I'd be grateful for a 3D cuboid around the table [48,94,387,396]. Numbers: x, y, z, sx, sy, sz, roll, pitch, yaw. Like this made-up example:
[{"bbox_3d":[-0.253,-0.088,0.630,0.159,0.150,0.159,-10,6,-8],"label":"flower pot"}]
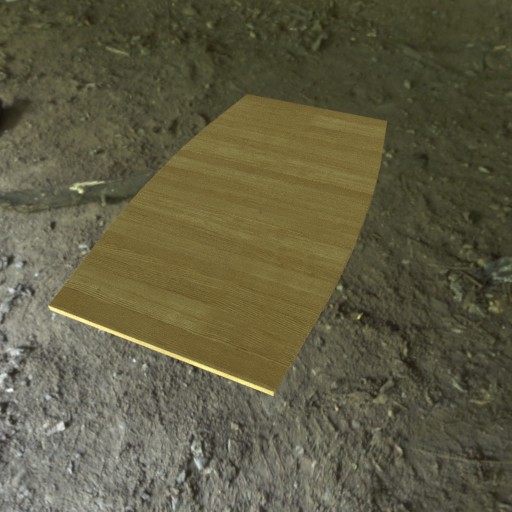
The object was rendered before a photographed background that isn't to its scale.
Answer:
[{"bbox_3d":[0.000,0.000,2.092,0.900,0.748,1.598,17,48,16],"label":"table"}]
